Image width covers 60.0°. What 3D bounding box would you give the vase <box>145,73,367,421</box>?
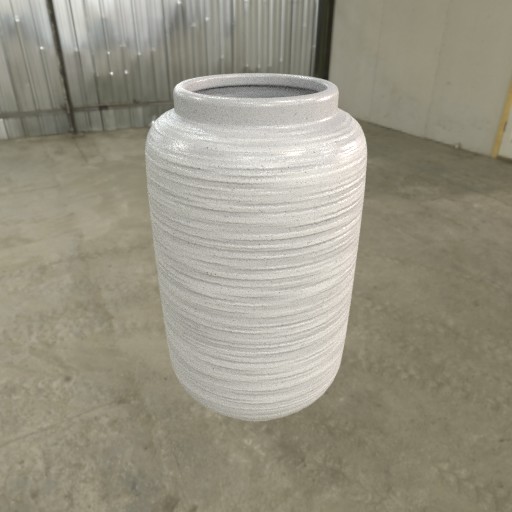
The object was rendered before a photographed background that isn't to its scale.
[{"bbox_3d":[0.000,0.000,0.459,0.202,0.335,0.202,0,30,0],"label":"vase"}]
